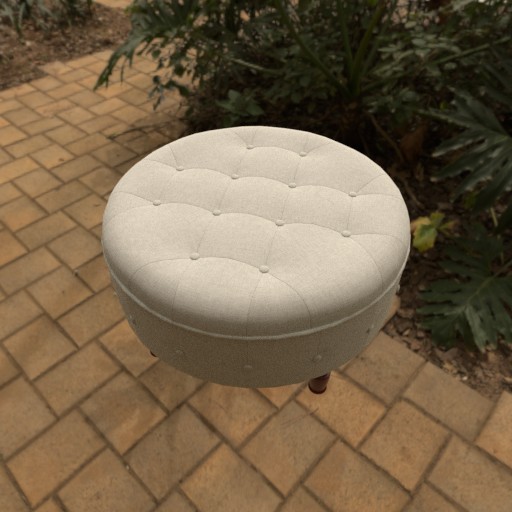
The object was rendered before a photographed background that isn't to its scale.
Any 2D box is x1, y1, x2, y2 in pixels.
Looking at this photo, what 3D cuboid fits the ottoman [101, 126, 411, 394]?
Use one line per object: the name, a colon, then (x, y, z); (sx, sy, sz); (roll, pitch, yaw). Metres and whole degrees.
ottoman: (0.000, 0.000, 1.370); (0.850, 0.483, 0.850); (0, 44, 0)
